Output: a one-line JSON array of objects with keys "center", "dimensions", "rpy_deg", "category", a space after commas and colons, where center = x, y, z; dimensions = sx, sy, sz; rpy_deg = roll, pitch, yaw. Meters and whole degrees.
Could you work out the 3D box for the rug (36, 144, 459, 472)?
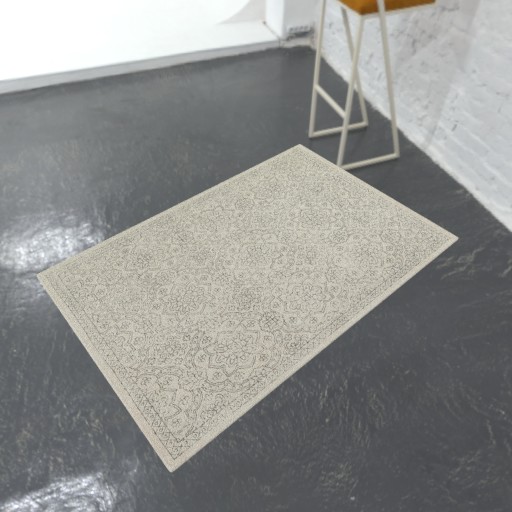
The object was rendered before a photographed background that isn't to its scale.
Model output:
[{"center": [0.000, 0.000, 2.858], "dimensions": [2.286, 0.011, 1.524], "rpy_deg": [-32, 54, -27], "category": "rug"}]
